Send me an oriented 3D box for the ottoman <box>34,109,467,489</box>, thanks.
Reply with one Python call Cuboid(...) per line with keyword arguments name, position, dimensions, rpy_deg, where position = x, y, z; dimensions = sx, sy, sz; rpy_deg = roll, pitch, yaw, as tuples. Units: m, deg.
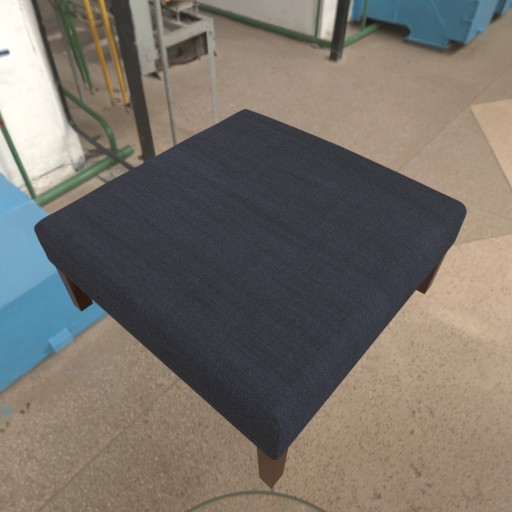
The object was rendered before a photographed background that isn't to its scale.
Cuboid(name="ottoman", position=(0.000, 0.000, 1.375), dimensions=(0.890, 0.411, 0.889), rpy_deg=(32, 54, 27))
